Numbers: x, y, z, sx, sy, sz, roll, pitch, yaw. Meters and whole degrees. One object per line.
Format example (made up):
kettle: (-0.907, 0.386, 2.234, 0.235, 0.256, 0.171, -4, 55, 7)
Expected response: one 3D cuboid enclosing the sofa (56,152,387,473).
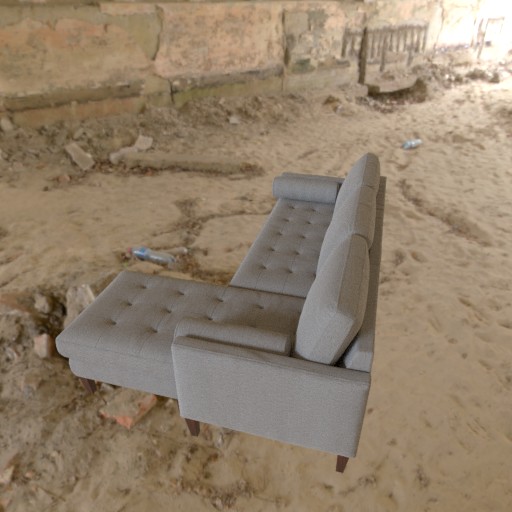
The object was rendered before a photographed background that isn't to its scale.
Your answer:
sofa: (0.000, 0.000, 2.826, 1.506, 0.875, 2.178, 8, 32, 13)
